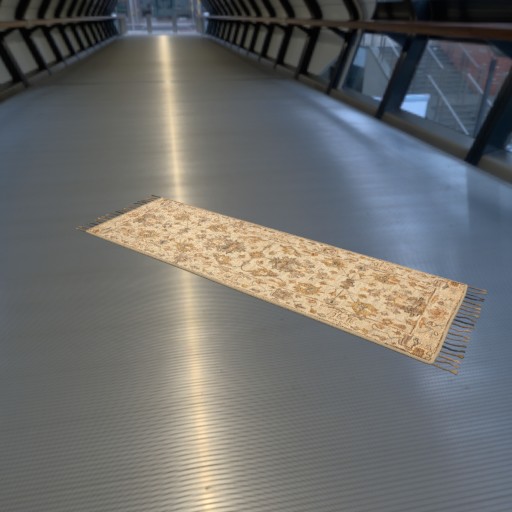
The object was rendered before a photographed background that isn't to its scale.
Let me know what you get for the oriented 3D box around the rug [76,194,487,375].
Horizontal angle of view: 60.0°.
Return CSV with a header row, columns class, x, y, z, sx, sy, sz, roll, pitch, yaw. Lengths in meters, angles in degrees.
class,x,y,z,sx,sy,sz,roll,pitch,yaw
rug,0.000,0.000,2.637,2.438,0.021,0.729,18,34,29
